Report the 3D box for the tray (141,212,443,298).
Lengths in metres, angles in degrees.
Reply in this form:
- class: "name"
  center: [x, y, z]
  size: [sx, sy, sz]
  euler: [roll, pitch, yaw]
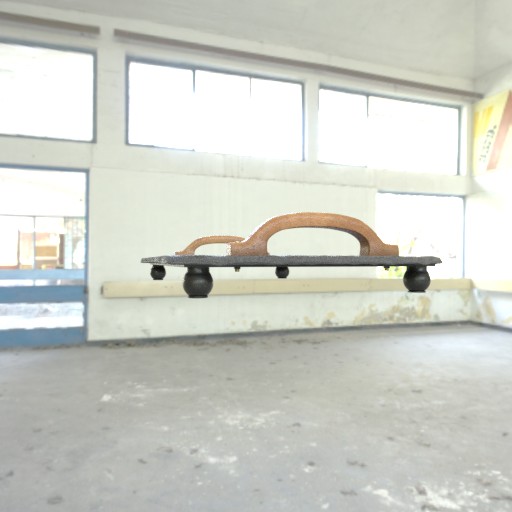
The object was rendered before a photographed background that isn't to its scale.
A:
- class: "tray"
  center: [0.000, 0.000, 0.482]
  size: [0.231, 0.062, 0.387]
  euler: [0, -1, -17]
